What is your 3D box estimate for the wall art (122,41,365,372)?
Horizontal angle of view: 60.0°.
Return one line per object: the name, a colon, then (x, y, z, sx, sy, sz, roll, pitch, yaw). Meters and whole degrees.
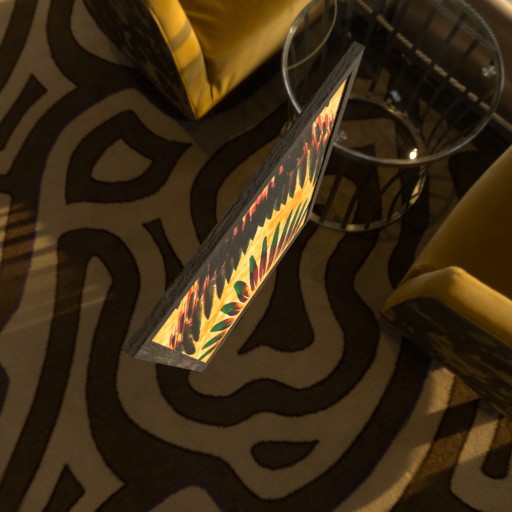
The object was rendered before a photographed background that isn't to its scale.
wall art: (0.000, 0.000, 1.399, 0.029, 1.066, 0.812, 33, 77, 9)
